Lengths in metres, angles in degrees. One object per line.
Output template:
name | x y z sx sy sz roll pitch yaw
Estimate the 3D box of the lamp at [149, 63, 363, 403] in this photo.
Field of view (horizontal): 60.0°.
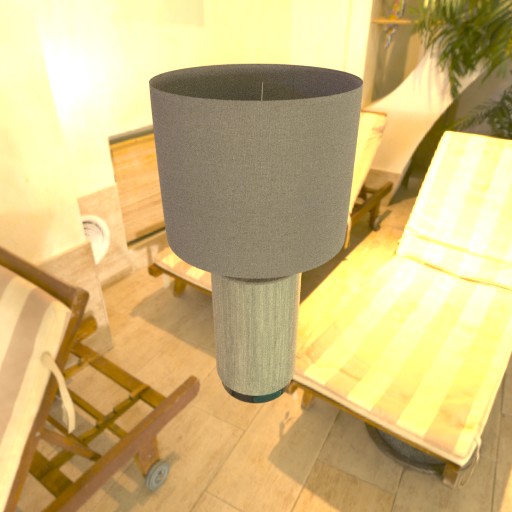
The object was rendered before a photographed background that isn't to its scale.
lamp | 0.000 0.000 0.590 0.228 0.444 0.228 20 36 29
